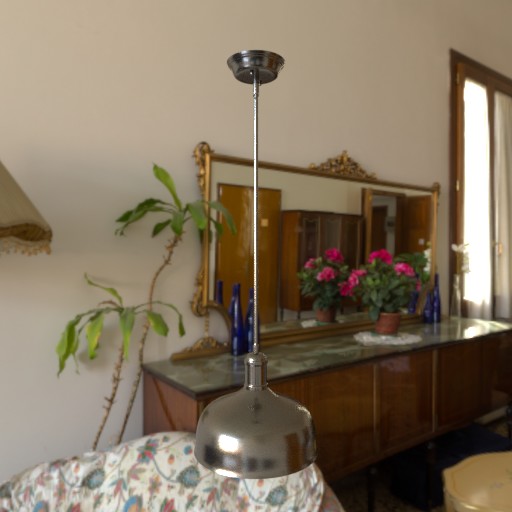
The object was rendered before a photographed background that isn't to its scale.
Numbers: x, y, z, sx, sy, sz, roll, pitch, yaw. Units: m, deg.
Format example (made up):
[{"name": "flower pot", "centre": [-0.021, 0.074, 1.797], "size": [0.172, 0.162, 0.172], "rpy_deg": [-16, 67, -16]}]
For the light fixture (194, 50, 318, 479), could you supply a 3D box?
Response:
[{"name": "light fixture", "centre": [0.000, 0.000, 1.077], "size": [0.299, 0.935, 0.299], "rpy_deg": [0, 0, 18]}]
